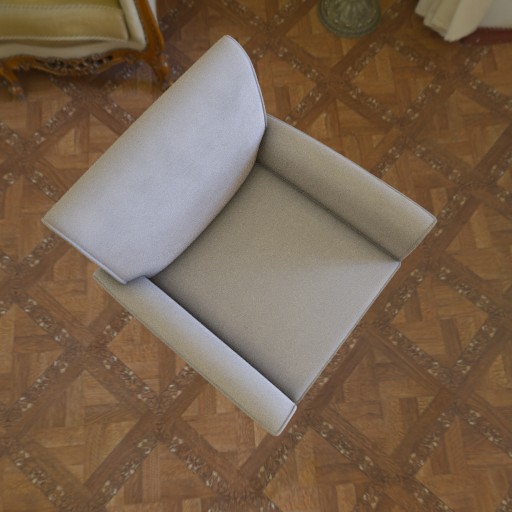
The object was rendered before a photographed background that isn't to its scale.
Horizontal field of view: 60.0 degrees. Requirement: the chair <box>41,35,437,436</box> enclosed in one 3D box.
[{"bbox_3d":[0.000,0.000,1.531,0.821,0.915,0.820,38,78,10],"label":"chair"}]
